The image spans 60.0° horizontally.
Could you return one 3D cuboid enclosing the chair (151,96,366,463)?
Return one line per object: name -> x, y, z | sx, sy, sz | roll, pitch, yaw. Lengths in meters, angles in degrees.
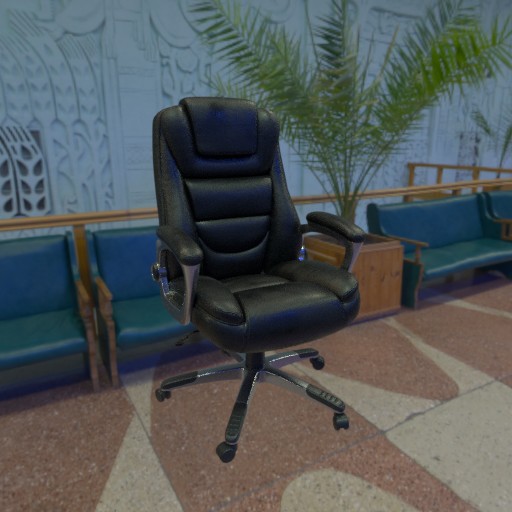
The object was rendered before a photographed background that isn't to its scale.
chair -> 0.000, 0.000, 1.532 | 0.697, 1.075, 0.689 | -8, 17, -26
